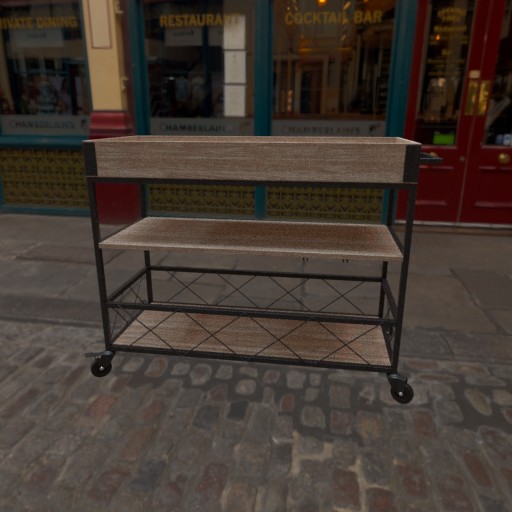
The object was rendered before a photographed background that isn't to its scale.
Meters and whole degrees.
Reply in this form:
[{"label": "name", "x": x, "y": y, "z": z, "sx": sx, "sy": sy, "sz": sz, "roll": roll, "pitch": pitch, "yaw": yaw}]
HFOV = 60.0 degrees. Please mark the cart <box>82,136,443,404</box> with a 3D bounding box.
[{"label": "cart", "x": 0.000, "y": 0.000, "z": 1.542, "sx": 1.101, "sy": 0.787, "sz": 0.500, "roll": 3, "pitch": 17, "yaw": 8}]
